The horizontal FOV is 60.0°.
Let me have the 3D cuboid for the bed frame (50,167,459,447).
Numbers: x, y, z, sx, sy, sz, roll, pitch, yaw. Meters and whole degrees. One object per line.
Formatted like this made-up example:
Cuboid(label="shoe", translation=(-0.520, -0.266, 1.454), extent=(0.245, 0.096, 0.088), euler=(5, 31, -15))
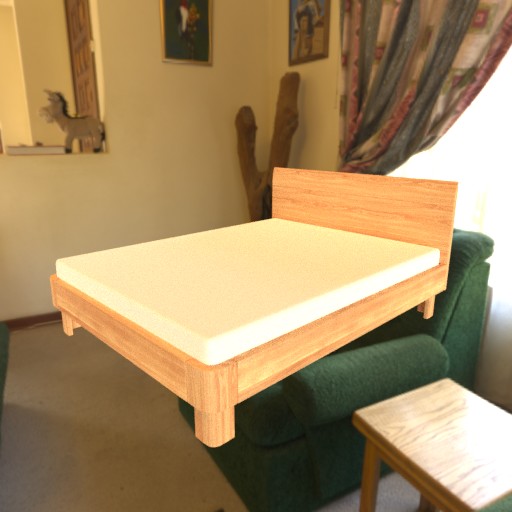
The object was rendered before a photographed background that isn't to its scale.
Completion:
Cuboid(label="bed frame", translation=(0.000, 0.000, 2.901), extent=(2.092, 0.940, 1.660), euler=(-15, 21, -42))
